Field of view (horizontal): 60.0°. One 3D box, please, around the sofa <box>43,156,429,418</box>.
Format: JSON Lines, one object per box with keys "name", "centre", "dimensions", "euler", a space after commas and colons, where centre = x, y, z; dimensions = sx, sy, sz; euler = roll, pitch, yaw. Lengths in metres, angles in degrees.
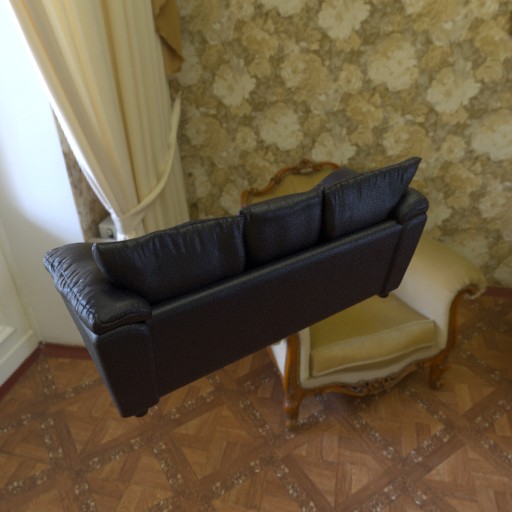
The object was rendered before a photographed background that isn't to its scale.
{"name": "sofa", "centre": [0.000, 0.000, 2.823], "dimensions": [2.336, 1.073, 0.880], "euler": [-19, 36, -29]}
